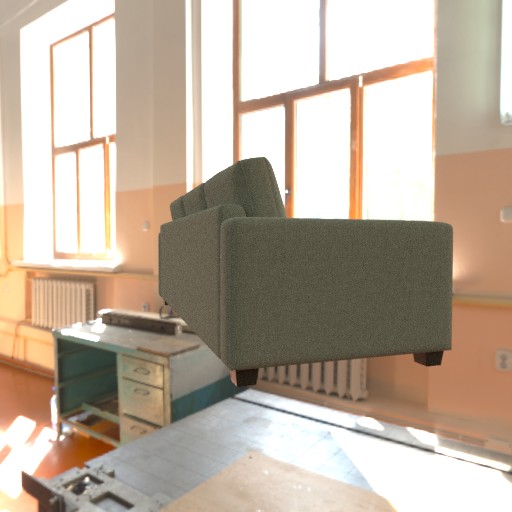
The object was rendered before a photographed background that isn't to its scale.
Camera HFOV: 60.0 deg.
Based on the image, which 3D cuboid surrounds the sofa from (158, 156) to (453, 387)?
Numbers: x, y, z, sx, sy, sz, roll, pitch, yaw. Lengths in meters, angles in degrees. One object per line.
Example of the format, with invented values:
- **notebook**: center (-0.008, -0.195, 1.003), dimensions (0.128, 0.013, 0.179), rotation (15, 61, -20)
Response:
- **sofa**: center (0.000, 0.000, 2.570), dimensions (0.900, 0.800, 2.160), rotation (-1, 2, -18)
